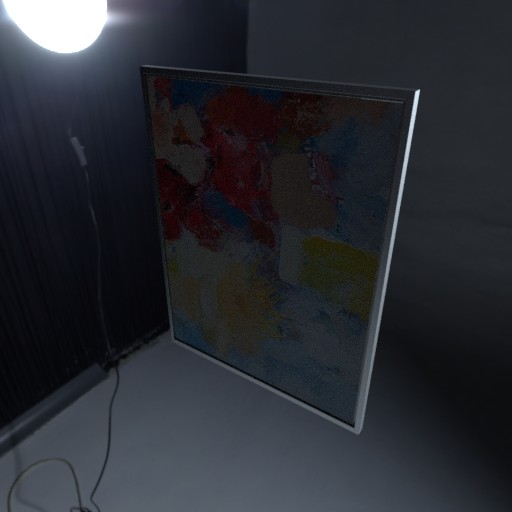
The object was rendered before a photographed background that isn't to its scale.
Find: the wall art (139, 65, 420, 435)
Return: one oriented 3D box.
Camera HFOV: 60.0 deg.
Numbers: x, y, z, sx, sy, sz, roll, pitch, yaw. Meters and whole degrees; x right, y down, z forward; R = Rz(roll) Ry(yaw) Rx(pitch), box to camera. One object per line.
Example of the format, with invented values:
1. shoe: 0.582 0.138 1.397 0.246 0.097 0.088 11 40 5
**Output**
1. wall art: 0.000 0.000 1.379 0.816 1.046 0.030 18 34 29
